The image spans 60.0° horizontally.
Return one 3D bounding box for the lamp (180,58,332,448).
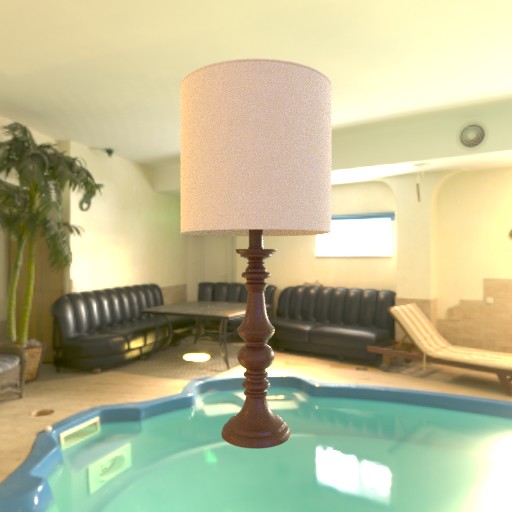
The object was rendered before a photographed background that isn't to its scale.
[{"bbox_3d":[0.000,0.000,0.744,0.250,0.597,0.250,0,0,17],"label":"lamp"}]
